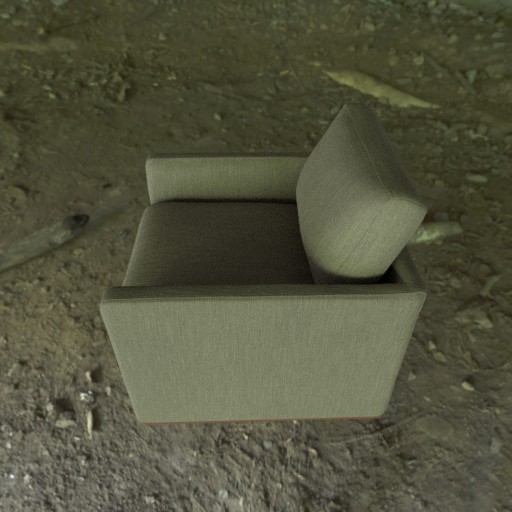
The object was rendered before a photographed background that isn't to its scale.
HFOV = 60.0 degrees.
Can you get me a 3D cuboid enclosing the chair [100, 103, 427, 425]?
[{"bbox_3d":[0.000,0.000,1.471,0.834,0.811,0.763,-1,41,-1],"label":"chair"}]
